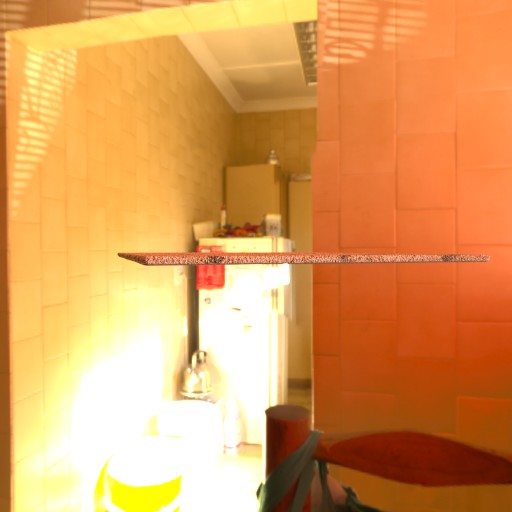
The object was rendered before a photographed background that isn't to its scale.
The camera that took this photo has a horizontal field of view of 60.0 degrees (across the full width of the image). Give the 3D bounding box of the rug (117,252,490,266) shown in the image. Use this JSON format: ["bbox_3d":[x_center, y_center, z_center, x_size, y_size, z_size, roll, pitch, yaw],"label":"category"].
[{"bbox_3d":[0.000,0.000,2.111,1.200,0.025,1.600,0,1,-20],"label":"rug"}]
